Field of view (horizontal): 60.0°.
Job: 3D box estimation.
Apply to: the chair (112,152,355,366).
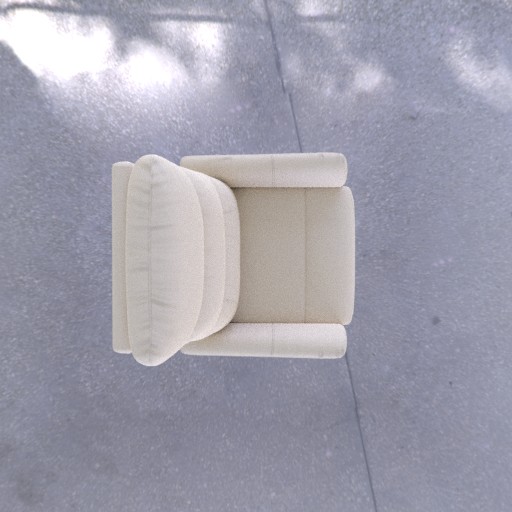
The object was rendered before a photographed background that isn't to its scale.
[{"bbox_3d":[0.000,0.000,1.660,0.831,1.082,0.775,0,91,-1],"label":"chair"}]
